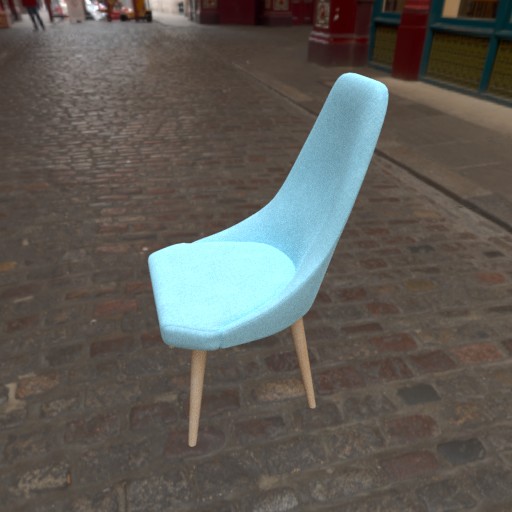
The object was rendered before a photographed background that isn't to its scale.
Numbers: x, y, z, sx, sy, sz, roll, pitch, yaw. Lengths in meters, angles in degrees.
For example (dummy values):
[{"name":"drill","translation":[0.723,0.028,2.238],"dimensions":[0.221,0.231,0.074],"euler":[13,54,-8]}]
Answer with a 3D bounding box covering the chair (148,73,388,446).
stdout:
[{"name":"chair","translation":[0.000,0.000,1.409],"dimensions":[0.660,1.040,0.510],"euler":[-9,33,-15]}]
